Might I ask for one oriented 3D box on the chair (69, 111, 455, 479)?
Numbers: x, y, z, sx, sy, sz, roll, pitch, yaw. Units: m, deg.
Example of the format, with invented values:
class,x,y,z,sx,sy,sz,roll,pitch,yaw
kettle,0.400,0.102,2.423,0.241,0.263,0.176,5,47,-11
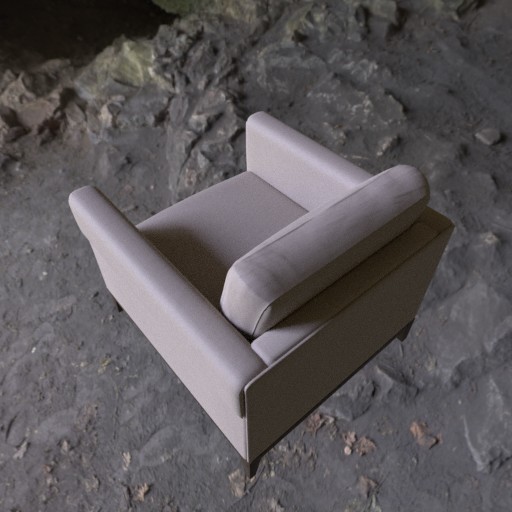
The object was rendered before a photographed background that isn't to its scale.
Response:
class,x,y,z,sx,sy,sz,roll,pitch,yaw
chair,0.000,0.000,1.640,0.914,0.838,0.959,-32,54,-27
